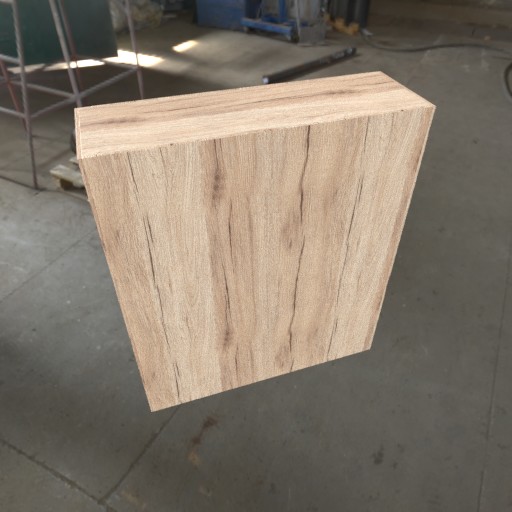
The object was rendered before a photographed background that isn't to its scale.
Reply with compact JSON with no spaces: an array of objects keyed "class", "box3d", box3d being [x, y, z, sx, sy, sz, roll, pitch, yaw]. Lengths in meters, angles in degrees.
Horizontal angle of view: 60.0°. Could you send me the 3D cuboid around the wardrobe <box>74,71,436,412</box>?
[{"class":"wardrobe","box3d":[0.000,0.000,3.003,1.810,2.070,0.580,-12,42,-14]}]
